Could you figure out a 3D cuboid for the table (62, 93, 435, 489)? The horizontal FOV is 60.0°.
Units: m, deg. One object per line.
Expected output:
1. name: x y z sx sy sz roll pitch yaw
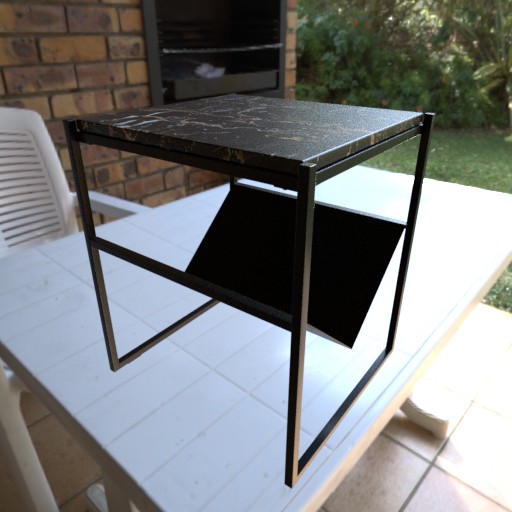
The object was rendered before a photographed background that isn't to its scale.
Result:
1. table: 0.000 0.000 0.874 0.469 0.534 0.432 19 32 32
